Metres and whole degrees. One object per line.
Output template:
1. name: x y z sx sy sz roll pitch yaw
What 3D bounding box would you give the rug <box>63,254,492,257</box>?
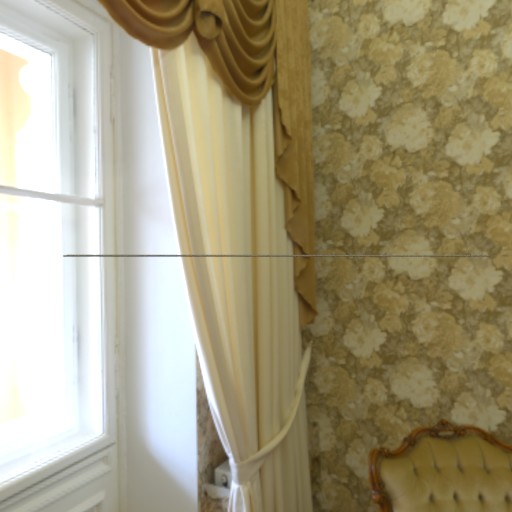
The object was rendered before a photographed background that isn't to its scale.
1. rug: 0.000 0.000 4.010 2.980 0.012 2.363 0 0 -18
